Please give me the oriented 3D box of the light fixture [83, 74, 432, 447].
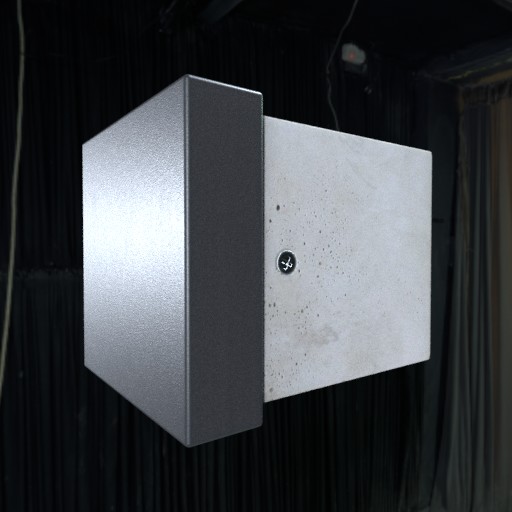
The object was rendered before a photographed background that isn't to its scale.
[{"bbox_3d":[0.000,0.000,0.232,0.143,0.121,0.121,-1,2,-36],"label":"light fixture"}]
